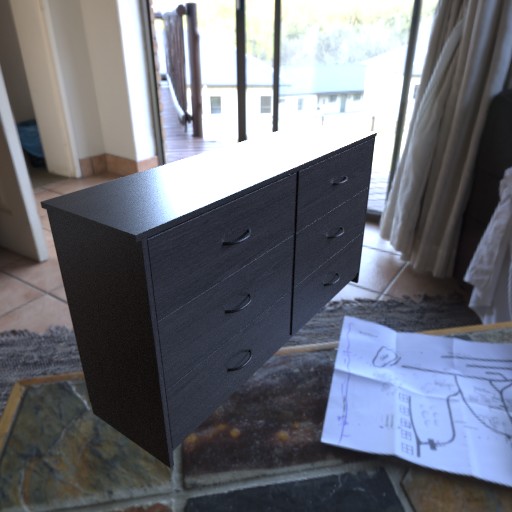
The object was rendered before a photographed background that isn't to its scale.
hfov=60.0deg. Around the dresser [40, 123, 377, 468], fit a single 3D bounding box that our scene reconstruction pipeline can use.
[{"bbox_3d":[0.000,0.000,1.702,0.401,0.755,1.360,18,32,31],"label":"dresser"}]
